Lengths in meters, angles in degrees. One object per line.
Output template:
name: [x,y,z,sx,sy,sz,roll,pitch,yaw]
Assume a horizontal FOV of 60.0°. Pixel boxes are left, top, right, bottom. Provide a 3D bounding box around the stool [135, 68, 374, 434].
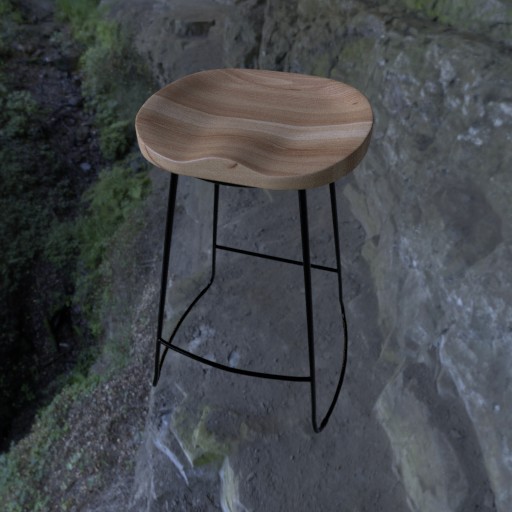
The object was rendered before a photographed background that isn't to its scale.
stool: [0.000,0.000,0.973,0.480,0.679,0.401,11,42,13]
